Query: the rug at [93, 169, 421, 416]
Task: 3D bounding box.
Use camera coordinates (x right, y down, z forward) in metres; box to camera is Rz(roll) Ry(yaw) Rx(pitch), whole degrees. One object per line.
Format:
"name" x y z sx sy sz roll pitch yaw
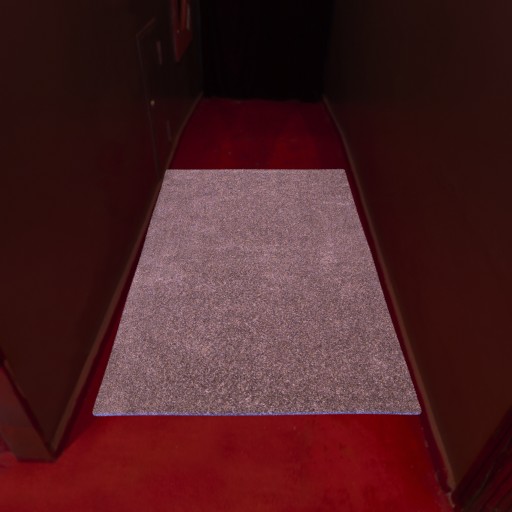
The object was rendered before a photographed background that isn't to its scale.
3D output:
"rug" 0.000 0.000 3.458 1.802 0.026 2.699 0 40 0
